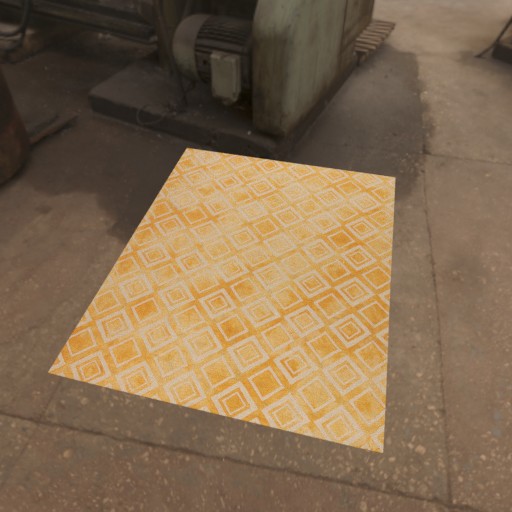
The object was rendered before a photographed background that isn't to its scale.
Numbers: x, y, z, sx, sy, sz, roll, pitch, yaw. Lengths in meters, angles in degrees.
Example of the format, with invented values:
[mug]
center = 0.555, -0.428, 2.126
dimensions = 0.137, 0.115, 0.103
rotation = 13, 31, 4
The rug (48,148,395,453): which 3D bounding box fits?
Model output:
[rug]
center = 0.000, 0.000, 4.078
dimensions = 2.433, 0.011, 3.037
rotation = 10, 48, 9
